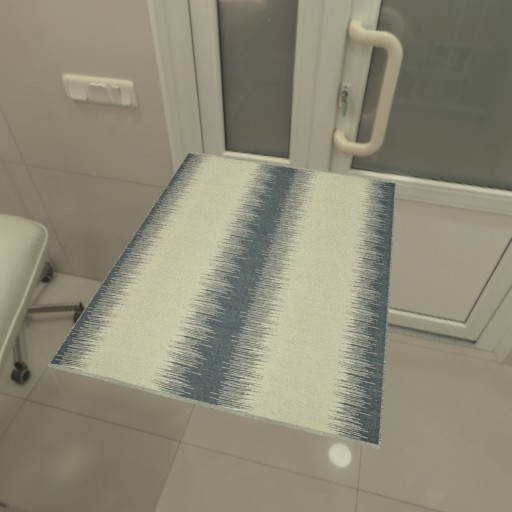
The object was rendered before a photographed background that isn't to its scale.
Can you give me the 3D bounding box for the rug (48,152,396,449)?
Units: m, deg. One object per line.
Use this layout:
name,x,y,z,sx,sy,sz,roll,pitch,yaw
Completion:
rug,0.000,0.000,4.127,2.453,0.004,3.037,10,46,10
